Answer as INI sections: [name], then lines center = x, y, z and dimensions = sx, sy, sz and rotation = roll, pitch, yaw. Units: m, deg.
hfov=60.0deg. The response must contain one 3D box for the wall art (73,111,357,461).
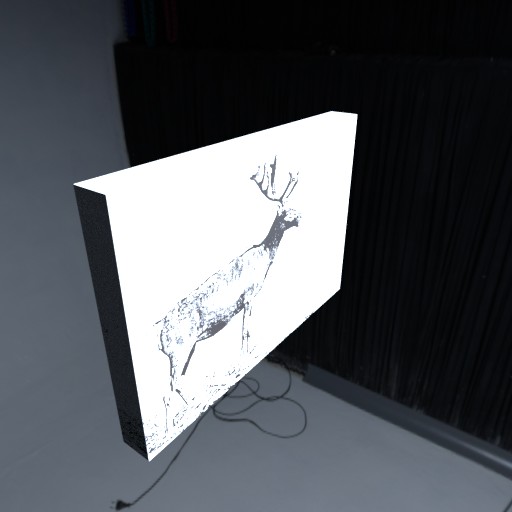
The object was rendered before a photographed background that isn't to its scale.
[wall art]
center = 0.000, 0.000, 0.496
dimensions = 0.038, 0.259, 0.381
rotation = 19, 33, 32
